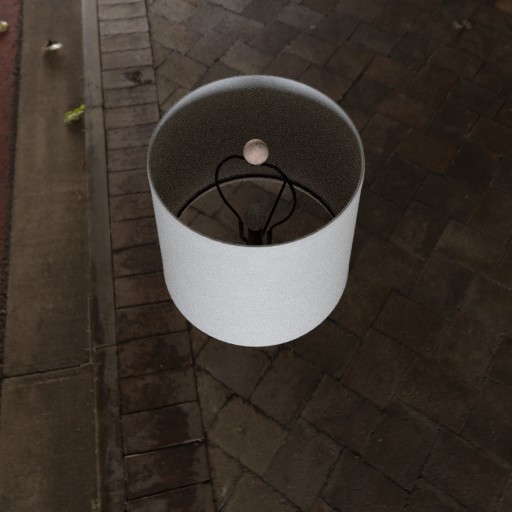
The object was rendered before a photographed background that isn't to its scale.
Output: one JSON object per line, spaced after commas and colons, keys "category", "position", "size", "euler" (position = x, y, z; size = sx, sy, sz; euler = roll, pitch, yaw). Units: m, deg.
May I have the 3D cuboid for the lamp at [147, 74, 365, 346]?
{"category": "lamp", "position": [0.000, 0.000, 0.656], "size": [0.273, 0.497, 0.273], "euler": [0, 64, 0]}
